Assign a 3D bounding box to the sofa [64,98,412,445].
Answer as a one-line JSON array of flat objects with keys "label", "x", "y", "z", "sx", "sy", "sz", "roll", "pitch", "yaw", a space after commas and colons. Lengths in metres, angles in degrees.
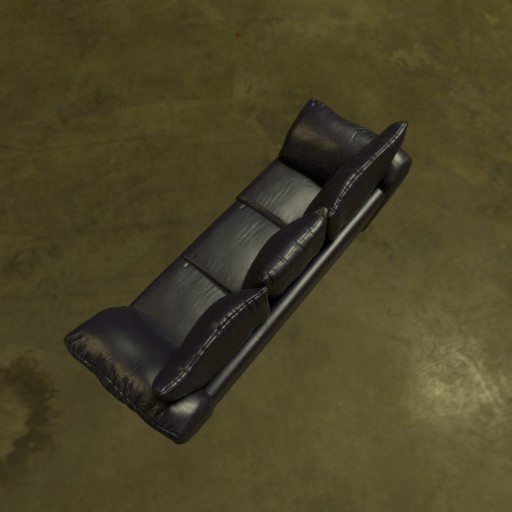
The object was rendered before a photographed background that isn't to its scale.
[{"label": "sofa", "x": 0.000, "y": 0.000, "z": 2.865, "sx": 0.880, "sy": 1.073, "sz": 2.336, "roll": 37, "pitch": 69, "yaw": 17}]
